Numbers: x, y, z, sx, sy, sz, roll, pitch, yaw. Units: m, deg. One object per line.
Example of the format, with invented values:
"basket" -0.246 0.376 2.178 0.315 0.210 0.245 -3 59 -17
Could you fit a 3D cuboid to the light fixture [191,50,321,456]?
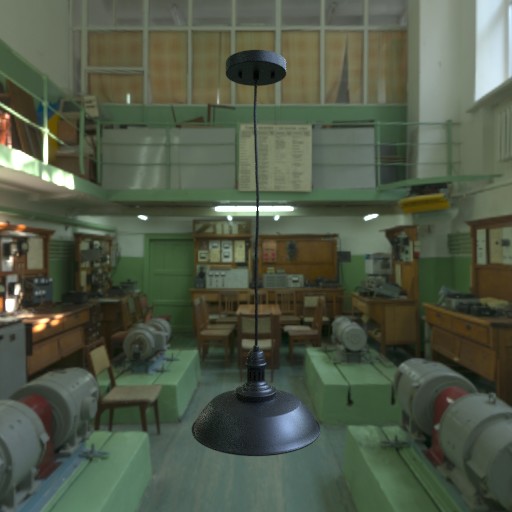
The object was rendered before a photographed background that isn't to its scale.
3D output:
"light fixture" 0.000 0.000 1.147 0.331 0.993 0.331 0 0 -2
